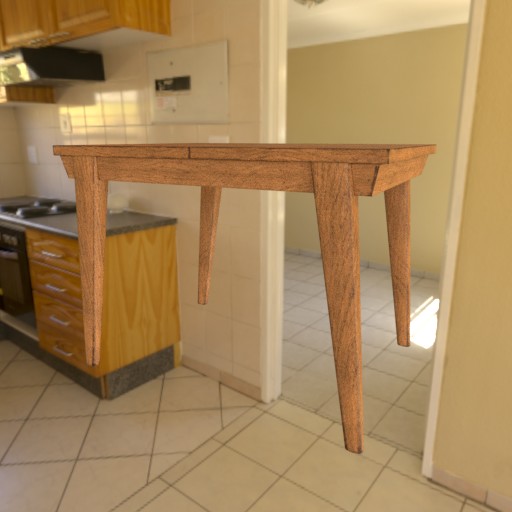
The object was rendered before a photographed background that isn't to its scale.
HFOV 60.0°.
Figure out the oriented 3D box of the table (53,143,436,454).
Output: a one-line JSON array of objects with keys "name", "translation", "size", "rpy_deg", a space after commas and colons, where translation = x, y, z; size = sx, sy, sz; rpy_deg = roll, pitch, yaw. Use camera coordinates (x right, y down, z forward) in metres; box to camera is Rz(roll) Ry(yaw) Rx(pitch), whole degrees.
[{"name": "table", "translation": [0.000, 0.000, 1.561], "size": [1.027, 0.760, 0.757], "rpy_deg": [8, 17, 27]}]
